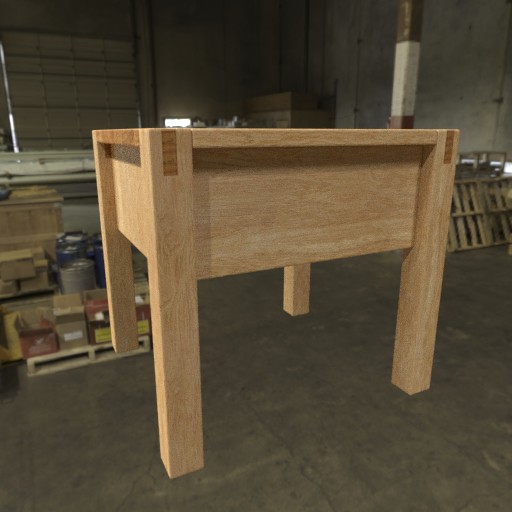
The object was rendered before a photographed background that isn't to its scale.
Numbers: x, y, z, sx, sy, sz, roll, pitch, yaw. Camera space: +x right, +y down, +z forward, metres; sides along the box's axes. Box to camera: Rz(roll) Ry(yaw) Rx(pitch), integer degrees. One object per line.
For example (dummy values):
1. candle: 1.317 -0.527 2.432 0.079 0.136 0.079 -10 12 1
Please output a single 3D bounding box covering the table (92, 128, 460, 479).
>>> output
1. table: 0.000 0.000 0.823 0.480 0.450 0.440 -8 17 -26
